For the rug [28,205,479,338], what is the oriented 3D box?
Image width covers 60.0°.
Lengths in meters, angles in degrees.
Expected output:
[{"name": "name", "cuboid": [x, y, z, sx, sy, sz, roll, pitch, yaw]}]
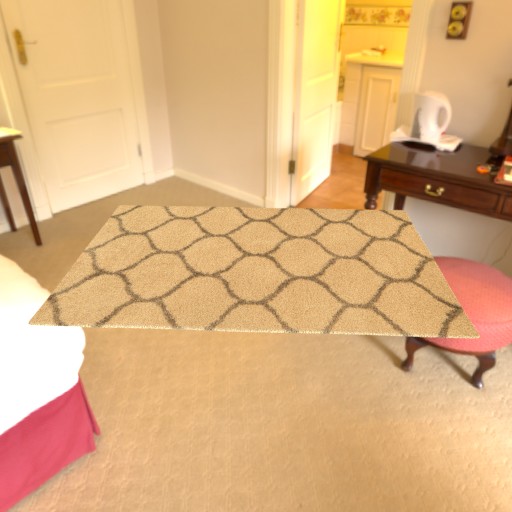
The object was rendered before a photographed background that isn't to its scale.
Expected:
[{"name": "rug", "cuboid": [0.000, 0.000, 3.412, 2.701, 0.026, 1.801, 1, 30, 2]}]
